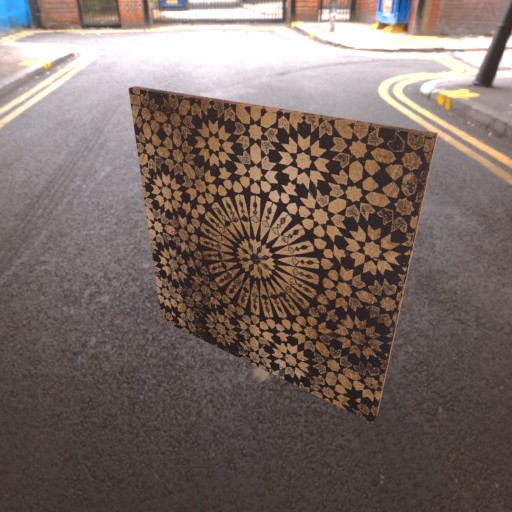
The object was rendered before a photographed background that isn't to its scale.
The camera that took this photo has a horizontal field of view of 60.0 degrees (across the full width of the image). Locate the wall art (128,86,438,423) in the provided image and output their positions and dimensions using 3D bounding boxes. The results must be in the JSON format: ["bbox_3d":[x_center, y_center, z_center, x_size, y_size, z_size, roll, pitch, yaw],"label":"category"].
[{"bbox_3d":[0.000,0.000,1.389,0.914,0.914,0.038,19,36,28],"label":"wall art"}]
